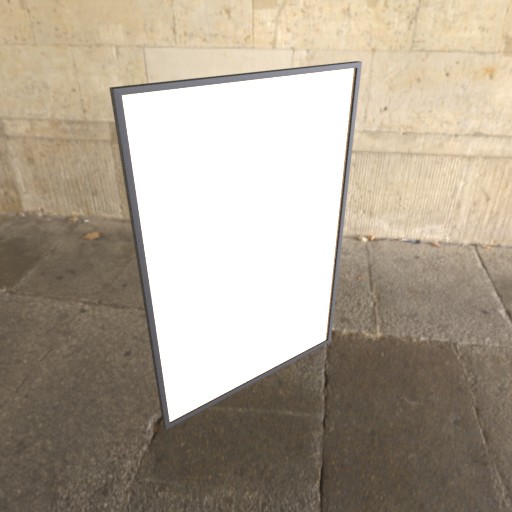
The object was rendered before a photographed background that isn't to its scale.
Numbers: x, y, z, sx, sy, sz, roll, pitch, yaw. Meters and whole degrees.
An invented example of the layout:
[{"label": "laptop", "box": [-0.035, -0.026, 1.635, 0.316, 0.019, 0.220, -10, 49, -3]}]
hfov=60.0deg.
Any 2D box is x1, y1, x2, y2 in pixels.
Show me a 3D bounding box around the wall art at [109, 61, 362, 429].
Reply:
[{"label": "wall art", "box": [0.000, 0.000, 0.850, 0.457, 0.657, 0.013, -20, 36, -30]}]
